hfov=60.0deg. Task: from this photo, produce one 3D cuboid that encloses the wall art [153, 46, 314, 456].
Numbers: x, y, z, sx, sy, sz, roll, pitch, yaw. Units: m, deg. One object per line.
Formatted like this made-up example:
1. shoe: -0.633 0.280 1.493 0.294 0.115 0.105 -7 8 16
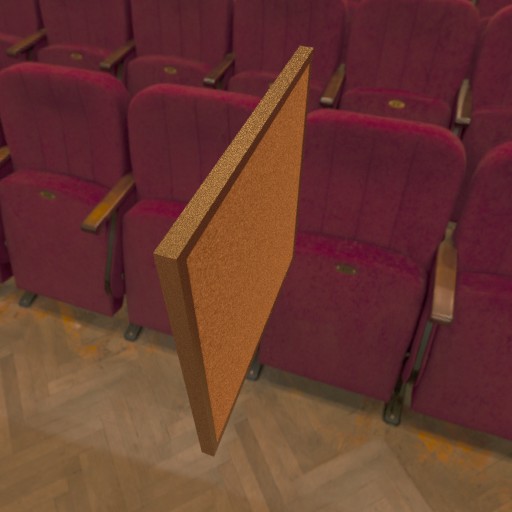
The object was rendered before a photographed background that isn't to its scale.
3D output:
1. wall art: 0.000 0.000 1.143 0.036 0.765 0.767 14 48 13
